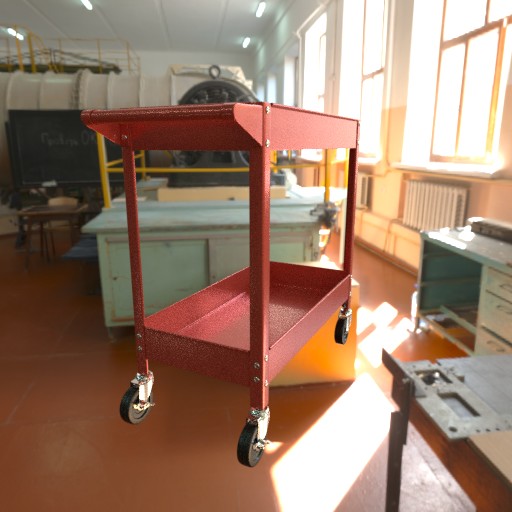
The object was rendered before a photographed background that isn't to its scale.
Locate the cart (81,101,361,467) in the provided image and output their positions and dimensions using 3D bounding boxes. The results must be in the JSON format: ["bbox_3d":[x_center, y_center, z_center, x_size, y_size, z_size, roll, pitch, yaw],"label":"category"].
[{"bbox_3d":[0.000,0.000,1.175,0.366,0.719,0.779,7,16,26],"label":"cart"}]
